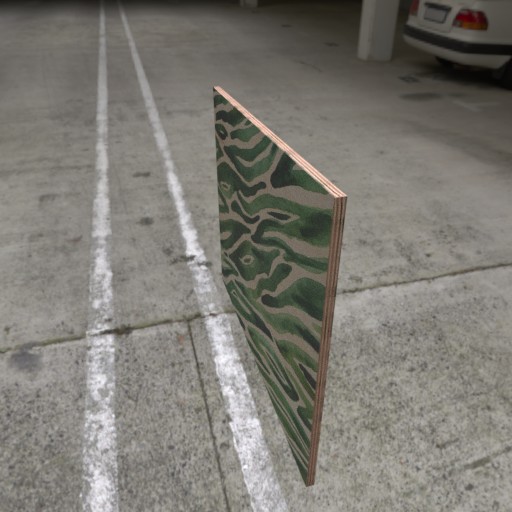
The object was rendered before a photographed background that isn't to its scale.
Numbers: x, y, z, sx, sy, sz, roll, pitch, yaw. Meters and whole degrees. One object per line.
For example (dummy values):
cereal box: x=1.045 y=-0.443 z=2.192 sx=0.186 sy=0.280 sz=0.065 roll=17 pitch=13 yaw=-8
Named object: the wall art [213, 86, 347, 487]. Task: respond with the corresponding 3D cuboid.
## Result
wall art: x=0.000 y=0.000 z=0.682 sx=0.012 sy=0.408 sz=0.508 roll=-9 pitch=32 yaw=-14
